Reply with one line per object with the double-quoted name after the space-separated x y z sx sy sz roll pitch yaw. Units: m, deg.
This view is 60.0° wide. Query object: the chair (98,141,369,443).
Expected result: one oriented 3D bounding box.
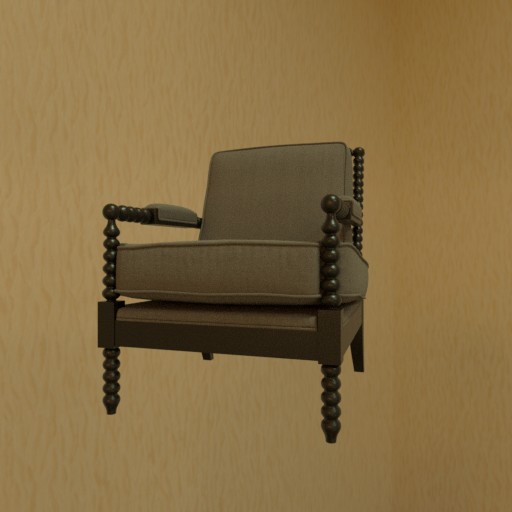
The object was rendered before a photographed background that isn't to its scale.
0.000 0.000 1.123 0.540 0.661 0.622 0 0 18 "chair"
